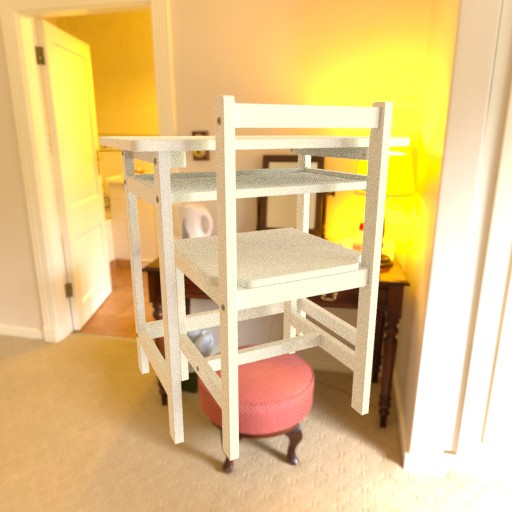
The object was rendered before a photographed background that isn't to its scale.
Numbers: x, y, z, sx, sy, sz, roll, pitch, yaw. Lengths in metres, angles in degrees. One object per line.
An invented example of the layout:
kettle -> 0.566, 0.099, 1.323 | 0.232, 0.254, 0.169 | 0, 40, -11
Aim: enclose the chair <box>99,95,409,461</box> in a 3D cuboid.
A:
chair -> 0.000, 0.000, 1.043 | 0.599, 0.673, 0.461 | -8, 18, -25
